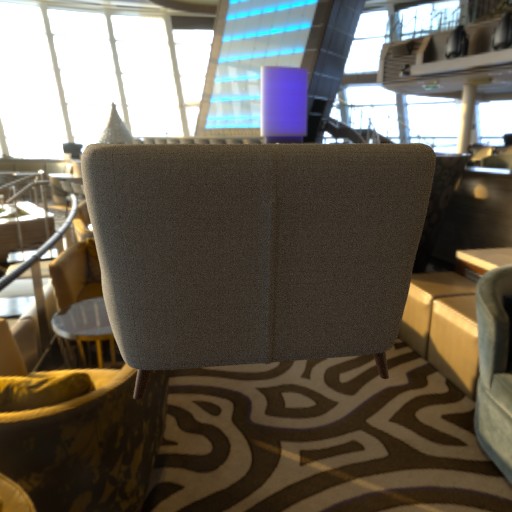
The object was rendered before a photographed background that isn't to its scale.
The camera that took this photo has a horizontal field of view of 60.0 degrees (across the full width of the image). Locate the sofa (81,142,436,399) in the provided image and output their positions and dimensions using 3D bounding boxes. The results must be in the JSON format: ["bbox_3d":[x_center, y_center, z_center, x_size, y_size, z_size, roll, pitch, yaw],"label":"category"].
[{"bbox_3d":[0.000,0.000,2.068,1.386,1.028,0.884,-2,15,-8],"label":"sofa"}]
